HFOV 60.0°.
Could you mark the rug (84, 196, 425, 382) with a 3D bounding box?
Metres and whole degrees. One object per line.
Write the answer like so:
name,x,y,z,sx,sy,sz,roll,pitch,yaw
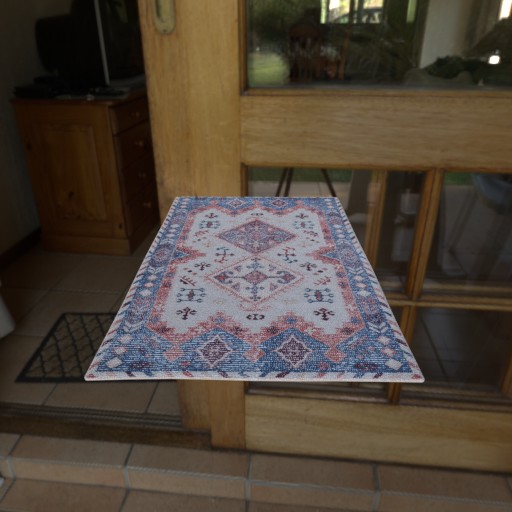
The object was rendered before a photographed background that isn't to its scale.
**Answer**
rug,0.000,0.000,3.064,1.521,0.023,2.464,0,27,0
